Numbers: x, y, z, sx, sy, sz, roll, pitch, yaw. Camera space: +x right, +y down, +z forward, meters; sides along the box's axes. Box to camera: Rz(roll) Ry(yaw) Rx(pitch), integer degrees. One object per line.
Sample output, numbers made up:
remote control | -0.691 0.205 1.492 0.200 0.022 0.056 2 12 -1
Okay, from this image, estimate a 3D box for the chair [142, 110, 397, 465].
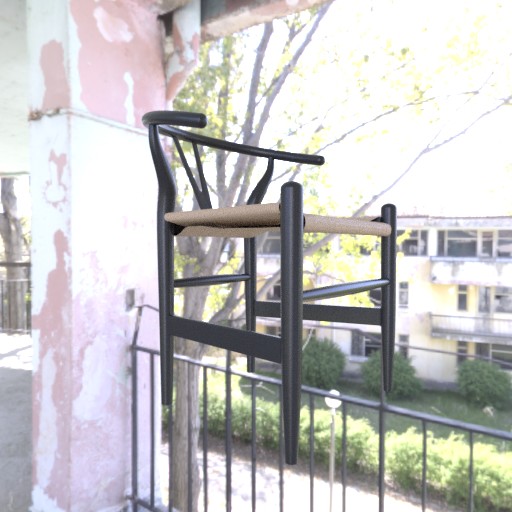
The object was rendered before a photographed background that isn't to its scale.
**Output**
chair | 0.000 0.000 1.161 0.570 0.739 0.570 1 1 36
